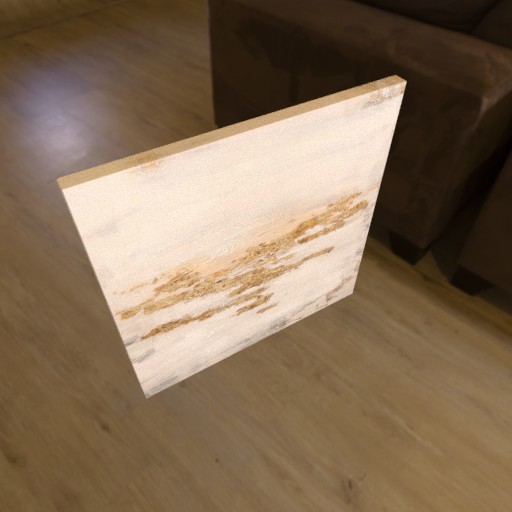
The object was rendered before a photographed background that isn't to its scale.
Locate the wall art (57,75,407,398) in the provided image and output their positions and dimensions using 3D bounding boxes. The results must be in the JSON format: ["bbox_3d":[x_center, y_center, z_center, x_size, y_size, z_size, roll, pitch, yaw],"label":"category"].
[{"bbox_3d":[0.000,0.000,1.135,0.753,0.755,0.038,-23,51,-20],"label":"wall art"}]
